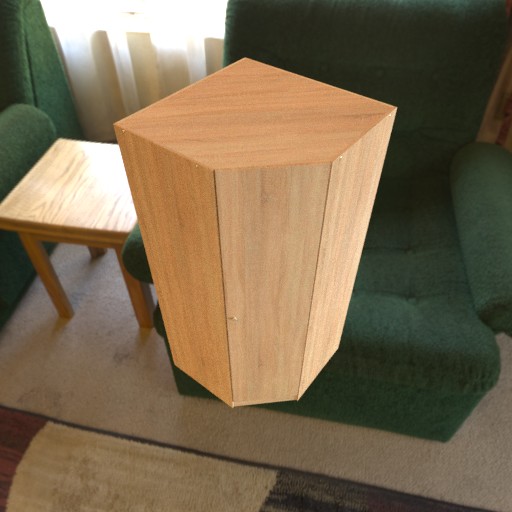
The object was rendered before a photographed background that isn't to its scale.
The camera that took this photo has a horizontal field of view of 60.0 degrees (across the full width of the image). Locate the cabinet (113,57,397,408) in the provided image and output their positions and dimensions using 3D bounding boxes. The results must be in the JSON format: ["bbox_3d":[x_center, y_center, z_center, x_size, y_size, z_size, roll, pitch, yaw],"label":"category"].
[{"bbox_3d":[0.000,0.000,2.900,1.327,2.120,1.094,-5,46,-5],"label":"cabinet"}]
